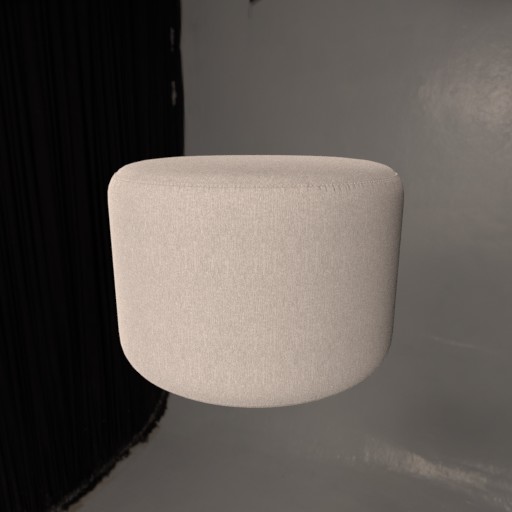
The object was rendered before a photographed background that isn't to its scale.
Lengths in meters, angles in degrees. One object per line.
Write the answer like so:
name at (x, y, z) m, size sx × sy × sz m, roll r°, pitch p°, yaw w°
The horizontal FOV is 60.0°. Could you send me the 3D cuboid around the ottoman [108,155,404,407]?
ottoman at (0.000, 0.000, 0.991) m, size 0.608 × 0.433 × 0.608 m, roll 0°, pitch 15°, yaw 0°
